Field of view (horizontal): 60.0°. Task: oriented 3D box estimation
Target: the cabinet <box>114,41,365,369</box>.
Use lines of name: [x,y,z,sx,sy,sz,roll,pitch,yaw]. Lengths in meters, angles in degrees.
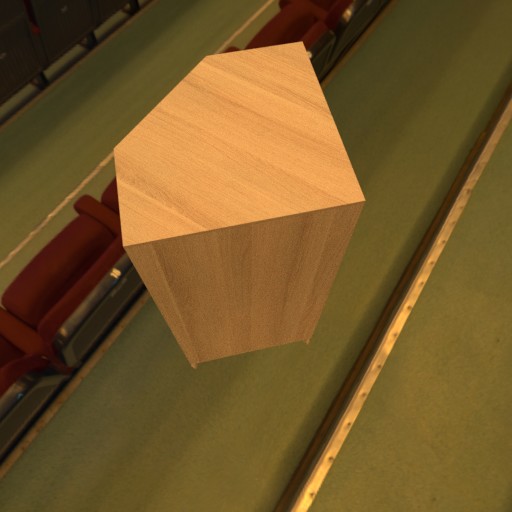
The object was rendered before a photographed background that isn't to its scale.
cabinet: [0.000,0.000,2.646,0.969,1.957,1.272,30,67,14]
